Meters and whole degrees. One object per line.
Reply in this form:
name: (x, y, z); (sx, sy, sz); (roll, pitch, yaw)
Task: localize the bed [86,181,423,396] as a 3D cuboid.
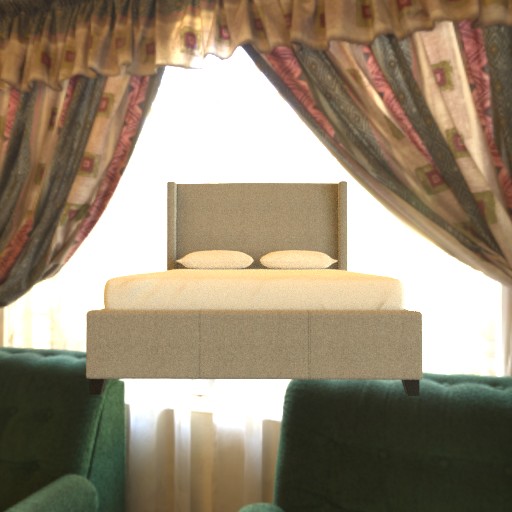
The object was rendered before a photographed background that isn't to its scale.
bed: (0.000, 0.000, 3.410); (1.774, 1.491, 2.222); (0, 0, 1)
